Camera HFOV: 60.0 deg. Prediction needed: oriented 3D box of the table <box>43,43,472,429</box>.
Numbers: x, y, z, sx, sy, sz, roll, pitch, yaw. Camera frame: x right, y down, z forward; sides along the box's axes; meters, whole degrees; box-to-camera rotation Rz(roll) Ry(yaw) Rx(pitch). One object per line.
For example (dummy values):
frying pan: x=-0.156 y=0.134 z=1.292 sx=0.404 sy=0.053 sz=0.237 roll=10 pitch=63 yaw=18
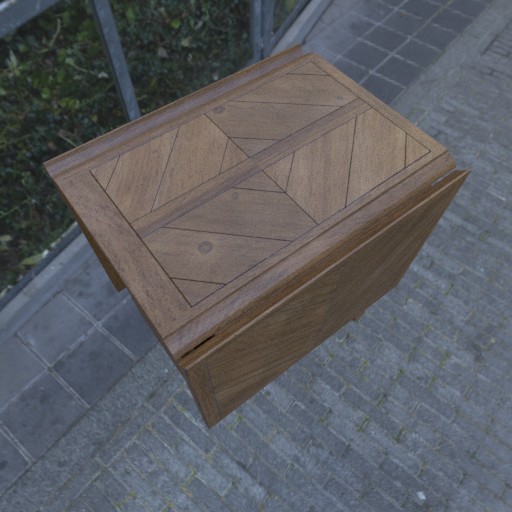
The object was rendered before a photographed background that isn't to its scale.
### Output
table: x=0.000 y=0.000 z=1.299 sx=0.746 sy=0.763 sz=0.591 roll=-33 pitch=64 yaw=-19
